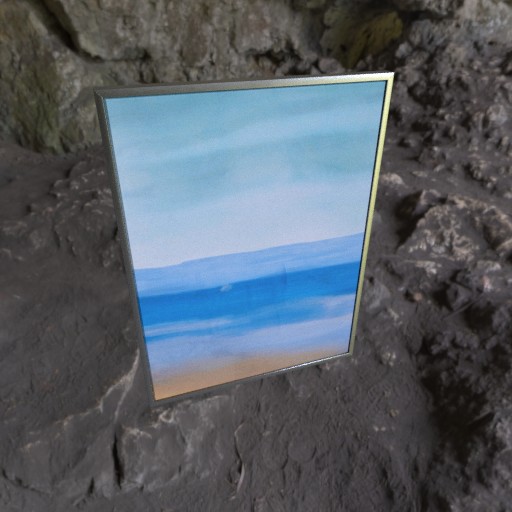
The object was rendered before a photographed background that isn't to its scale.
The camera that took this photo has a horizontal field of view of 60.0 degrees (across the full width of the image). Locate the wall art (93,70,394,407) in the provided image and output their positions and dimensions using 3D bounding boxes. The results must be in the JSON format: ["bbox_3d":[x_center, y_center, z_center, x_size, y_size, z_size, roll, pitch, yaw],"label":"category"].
[{"bbox_3d":[0.000,0.000,1.415,0.803,1.062,0.041,-10,32,-16],"label":"wall art"}]
